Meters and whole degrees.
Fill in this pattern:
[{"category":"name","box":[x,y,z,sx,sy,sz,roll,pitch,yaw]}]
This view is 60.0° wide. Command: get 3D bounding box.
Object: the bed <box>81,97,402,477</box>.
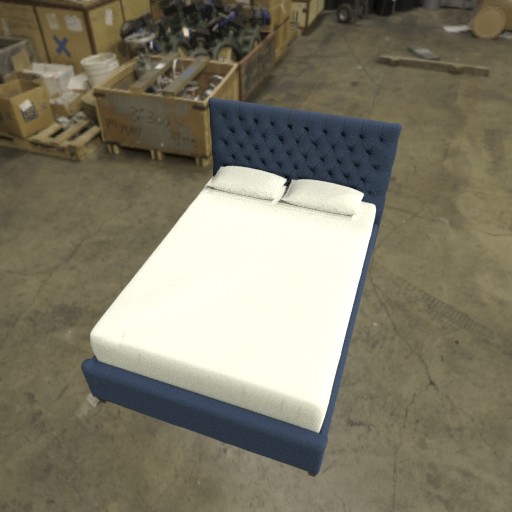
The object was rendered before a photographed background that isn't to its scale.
[{"category":"bed","box":[0.000,0.000,3.434,1.706,1.427,2.387,13,43,14]}]
